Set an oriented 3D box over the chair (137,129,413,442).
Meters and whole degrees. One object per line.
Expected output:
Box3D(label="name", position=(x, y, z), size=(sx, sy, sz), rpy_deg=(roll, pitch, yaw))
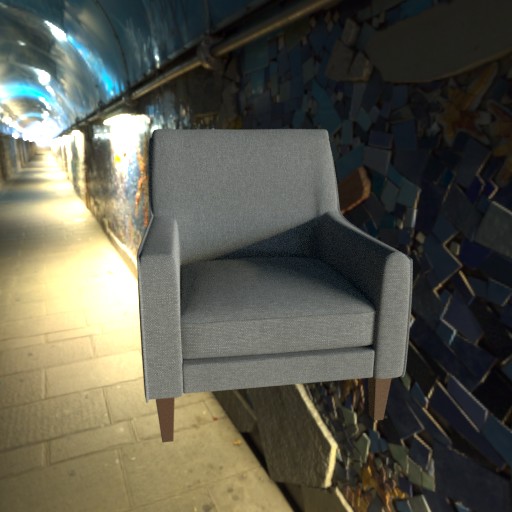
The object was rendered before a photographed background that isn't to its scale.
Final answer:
Box3D(label="chair", position=(0.000, 0.000, 1.633), size=(0.780, 0.919, 0.899), rpy_deg=(-2, 15, -9))
